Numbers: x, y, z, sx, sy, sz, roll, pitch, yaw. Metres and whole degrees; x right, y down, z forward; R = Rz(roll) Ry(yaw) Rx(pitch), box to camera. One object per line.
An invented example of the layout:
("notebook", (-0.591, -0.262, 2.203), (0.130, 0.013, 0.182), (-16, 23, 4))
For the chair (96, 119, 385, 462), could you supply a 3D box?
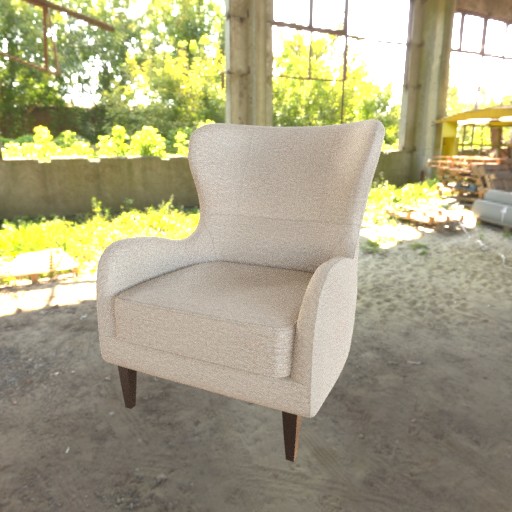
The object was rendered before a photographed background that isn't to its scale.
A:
("chair", (0.000, 0.000, 1.779), (0.861, 1.064, 0.984), (7, 16, 25))
